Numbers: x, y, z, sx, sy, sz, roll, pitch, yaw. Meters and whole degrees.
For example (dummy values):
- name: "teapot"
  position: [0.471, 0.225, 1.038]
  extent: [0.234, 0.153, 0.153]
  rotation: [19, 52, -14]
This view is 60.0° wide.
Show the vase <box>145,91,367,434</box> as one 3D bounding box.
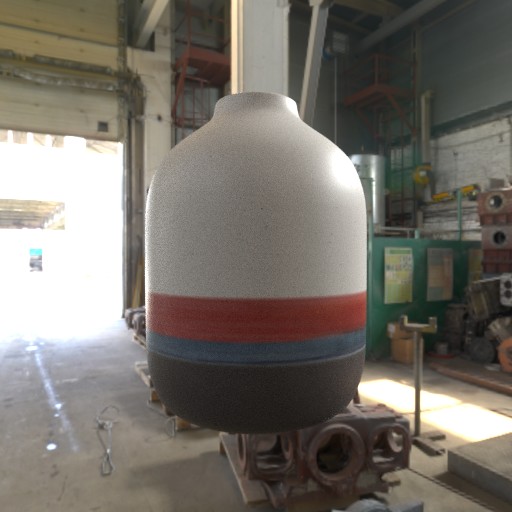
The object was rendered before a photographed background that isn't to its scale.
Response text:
- name: "vase"
  position: [0.000, 0.000, 0.350]
  extent: [0.169, 0.237, 0.169]
  rotation: [0, 0, 0]
